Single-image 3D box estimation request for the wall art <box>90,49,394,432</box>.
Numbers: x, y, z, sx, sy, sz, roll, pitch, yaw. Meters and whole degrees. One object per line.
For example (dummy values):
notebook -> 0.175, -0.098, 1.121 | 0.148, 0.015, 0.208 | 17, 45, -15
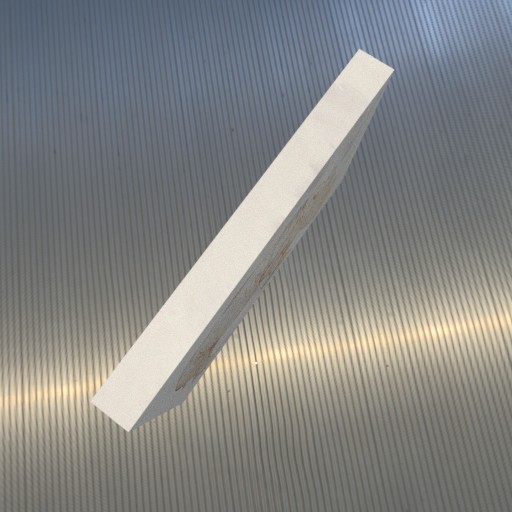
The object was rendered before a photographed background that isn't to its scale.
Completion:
wall art -> 0.000, 0.000, 0.493 | 0.038, 0.254, 0.381 | 35, 79, 8
